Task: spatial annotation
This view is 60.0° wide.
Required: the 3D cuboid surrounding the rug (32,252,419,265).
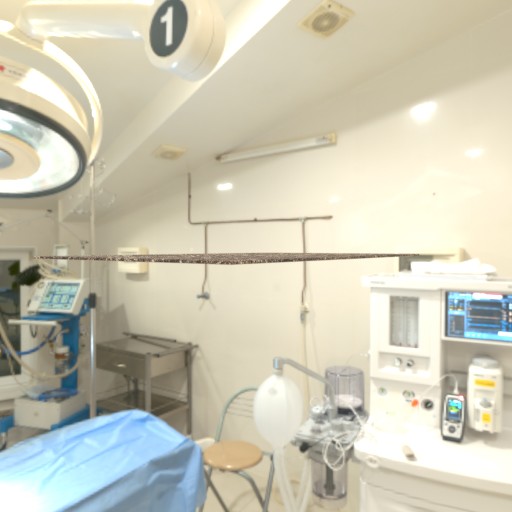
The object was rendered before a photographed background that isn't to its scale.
[{"bbox_3d":[0.000,0.000,2.374,1.186,0.012,1.814,1,1,37],"label":"rug"}]
